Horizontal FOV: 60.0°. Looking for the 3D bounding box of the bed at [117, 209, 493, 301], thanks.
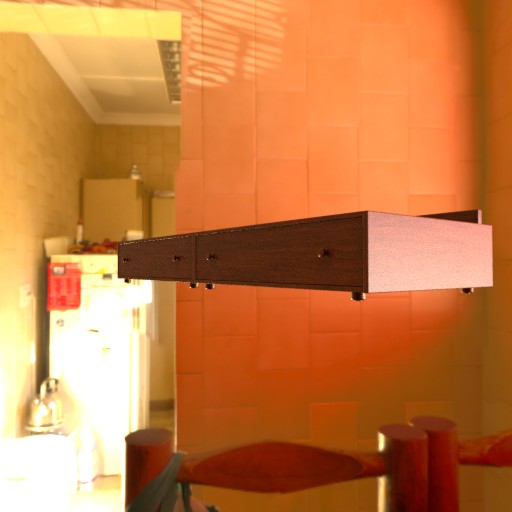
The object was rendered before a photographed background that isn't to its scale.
[{"bbox_3d":[0.000,0.000,2.336,0.787,0.326,2.057,1,-2,-37],"label":"bed"}]
